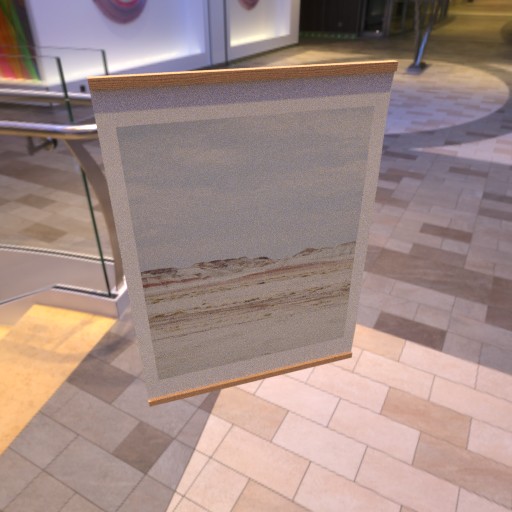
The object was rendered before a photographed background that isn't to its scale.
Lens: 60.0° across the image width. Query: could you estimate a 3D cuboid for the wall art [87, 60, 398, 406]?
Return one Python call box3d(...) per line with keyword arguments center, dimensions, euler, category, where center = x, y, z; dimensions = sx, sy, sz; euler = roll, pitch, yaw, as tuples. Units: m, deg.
box3d(center=(0.000, 0.000, 1.288), dimensions=(0.739, 1.016, 0.020), euler=(-10, 33, -15), category="wall art")
